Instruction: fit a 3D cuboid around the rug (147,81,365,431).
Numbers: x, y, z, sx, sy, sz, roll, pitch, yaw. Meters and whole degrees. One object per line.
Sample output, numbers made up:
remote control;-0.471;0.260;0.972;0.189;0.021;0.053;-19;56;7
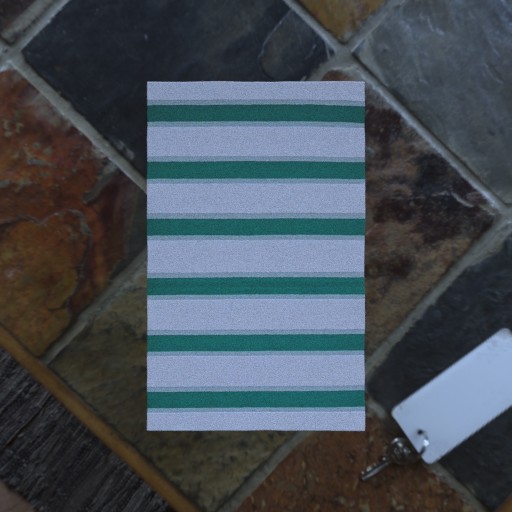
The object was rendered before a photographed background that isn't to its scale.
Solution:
rug;0.000;0.000;3.088;1.521;0.015;2.436;0;90;0
